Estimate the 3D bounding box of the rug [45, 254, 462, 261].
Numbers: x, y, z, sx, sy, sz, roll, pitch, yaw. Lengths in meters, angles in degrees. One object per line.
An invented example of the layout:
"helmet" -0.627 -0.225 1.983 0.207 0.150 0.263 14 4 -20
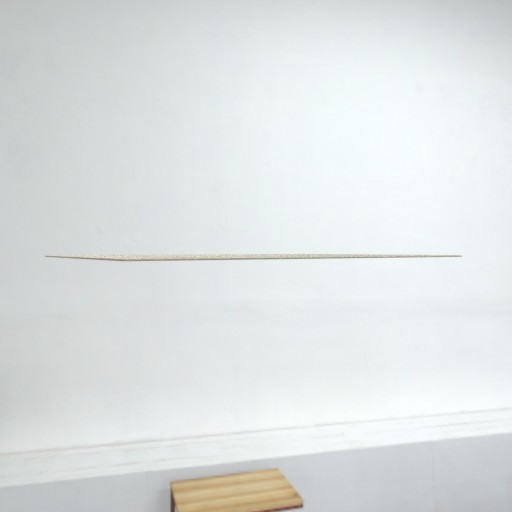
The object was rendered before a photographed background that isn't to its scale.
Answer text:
"rug" 0.000 0.000 2.909 2.286 0.011 1.524 0 1 -35
